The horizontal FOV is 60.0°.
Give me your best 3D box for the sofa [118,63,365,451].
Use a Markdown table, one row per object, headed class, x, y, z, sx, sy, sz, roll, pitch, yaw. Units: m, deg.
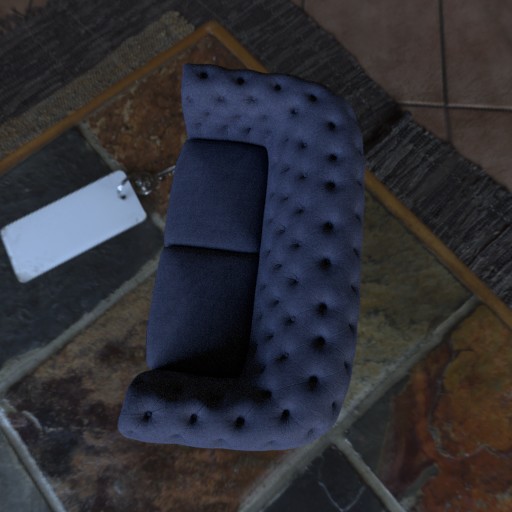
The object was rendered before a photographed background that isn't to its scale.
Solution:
| class | x | y | z | sx | sy | sz | roll | pitch | yaw |
| --- | --- | --- | --- | --- | --- | --- | --- | --- | --- |
| sofa | 0.000 | 0.000 | 2.514 | 1.082 | 0.833 | 1.988 | 6 | 74 | 2 |
